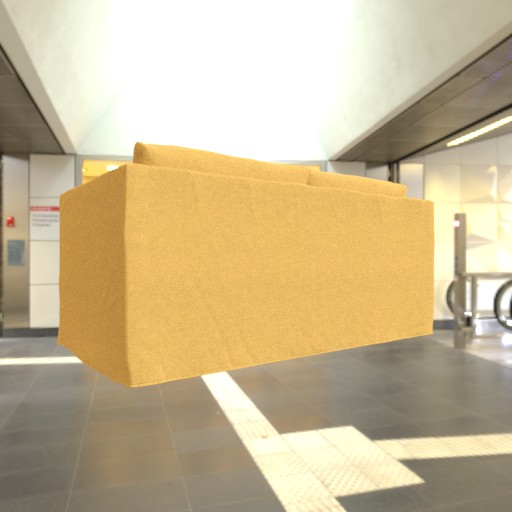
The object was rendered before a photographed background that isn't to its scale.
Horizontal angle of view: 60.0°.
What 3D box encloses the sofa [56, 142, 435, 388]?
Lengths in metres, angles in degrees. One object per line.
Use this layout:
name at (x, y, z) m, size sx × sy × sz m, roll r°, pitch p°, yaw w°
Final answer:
sofa at (0.000, 0.000, 2.253) m, size 1.719 × 0.835 × 0.962 m, roll 0°, pitch 0°, yaw -36°
